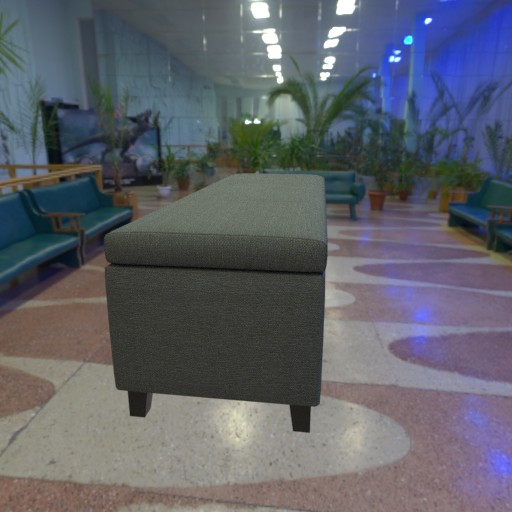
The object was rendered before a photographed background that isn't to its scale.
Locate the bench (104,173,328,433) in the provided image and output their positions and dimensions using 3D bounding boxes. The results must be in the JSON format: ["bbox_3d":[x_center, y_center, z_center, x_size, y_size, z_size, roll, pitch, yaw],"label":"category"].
[{"bbox_3d":[0.000,0.000,1.480,0.446,0.438,1.269,2,16,8],"label":"bench"}]
